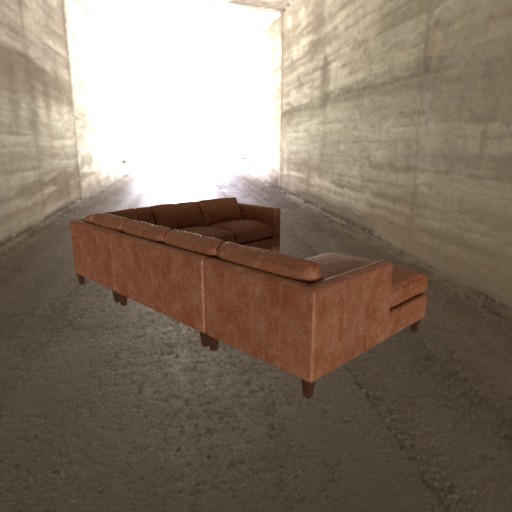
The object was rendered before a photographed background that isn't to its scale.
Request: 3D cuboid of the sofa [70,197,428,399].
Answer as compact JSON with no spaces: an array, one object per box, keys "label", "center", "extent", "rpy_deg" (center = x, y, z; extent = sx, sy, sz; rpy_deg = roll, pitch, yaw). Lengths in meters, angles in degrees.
[{"label":"sofa","center":[0.000,0.000,4.610],"extent":[2.430,0.832,3.401],"rpy_deg":[-14,19,-43]}]
